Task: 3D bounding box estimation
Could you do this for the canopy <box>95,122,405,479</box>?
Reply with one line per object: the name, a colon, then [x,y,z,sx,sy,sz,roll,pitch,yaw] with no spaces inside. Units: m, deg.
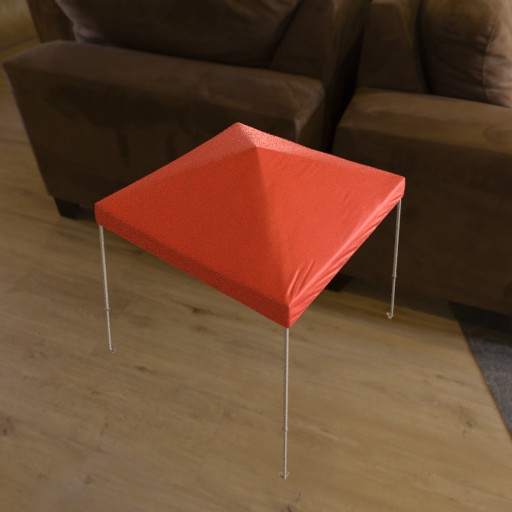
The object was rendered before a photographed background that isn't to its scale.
canopy: [0.000,0.000,5.270,2.849,2.850,2.850,26,48,26]
